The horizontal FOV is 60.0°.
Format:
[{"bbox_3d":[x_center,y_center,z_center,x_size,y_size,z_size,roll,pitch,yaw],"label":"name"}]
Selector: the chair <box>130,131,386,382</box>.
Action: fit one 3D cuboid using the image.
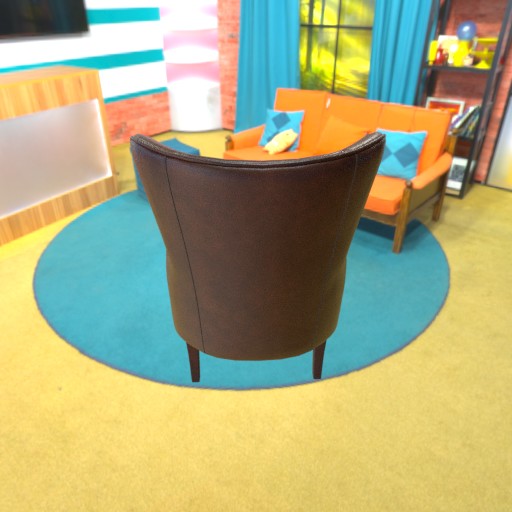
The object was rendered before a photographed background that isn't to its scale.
[{"bbox_3d":[0.000,0.000,1.645,0.692,1.048,0.914,-1,31,-2],"label":"chair"}]
